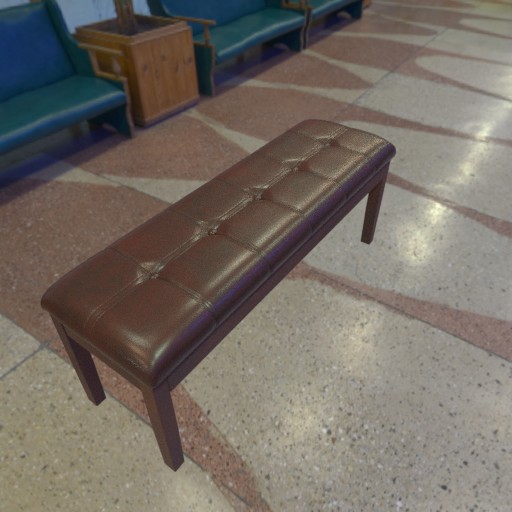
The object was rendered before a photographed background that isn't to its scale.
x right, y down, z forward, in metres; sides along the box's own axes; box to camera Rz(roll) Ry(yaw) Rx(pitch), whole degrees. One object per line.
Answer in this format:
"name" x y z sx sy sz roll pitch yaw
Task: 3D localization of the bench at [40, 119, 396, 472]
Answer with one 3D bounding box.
"bench" 0.000 0.000 1.484 0.401 0.491 1.259 26 47 27
